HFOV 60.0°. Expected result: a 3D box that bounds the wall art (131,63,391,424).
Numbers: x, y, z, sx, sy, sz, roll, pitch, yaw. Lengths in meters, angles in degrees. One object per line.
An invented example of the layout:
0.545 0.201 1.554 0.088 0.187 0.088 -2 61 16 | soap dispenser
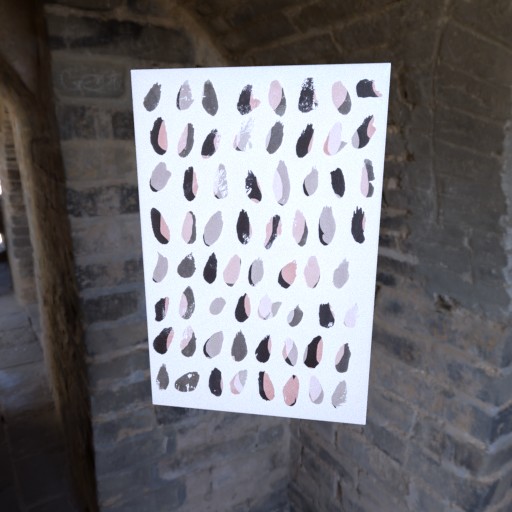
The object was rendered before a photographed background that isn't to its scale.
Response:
0.000 0.000 0.768 0.405 0.608 0.025 2 15 9 | wall art
